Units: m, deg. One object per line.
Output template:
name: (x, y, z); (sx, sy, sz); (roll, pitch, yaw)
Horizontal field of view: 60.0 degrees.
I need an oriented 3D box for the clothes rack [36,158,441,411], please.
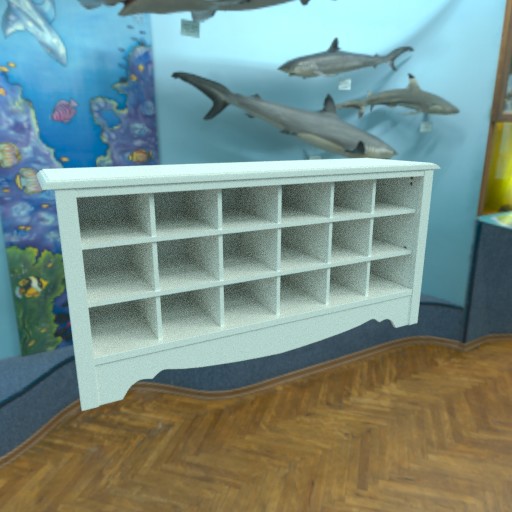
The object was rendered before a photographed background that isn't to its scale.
clothes rack: (0.000, 0.000, 1.332); (1.120, 0.531, 0.324); (-8, 18, -26)
